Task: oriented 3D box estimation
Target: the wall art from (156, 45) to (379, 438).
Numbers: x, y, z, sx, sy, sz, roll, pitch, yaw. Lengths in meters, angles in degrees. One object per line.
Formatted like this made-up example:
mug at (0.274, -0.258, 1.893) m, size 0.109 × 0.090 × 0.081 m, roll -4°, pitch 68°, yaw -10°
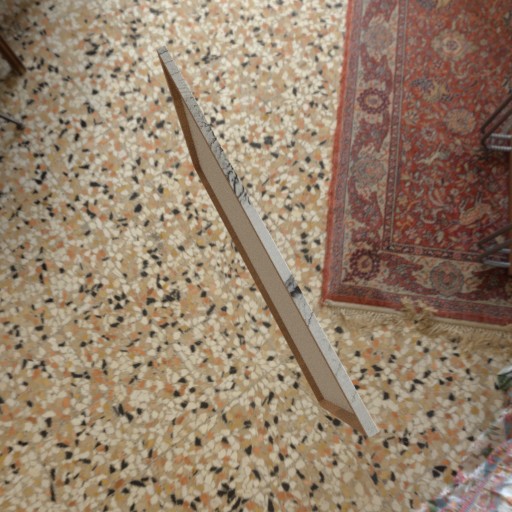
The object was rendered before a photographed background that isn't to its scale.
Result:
wall art at (0.000, 0.000, 1.185) m, size 0.023 × 0.607 × 0.914 m, roll -27°, pitch 78°, yaw -6°
